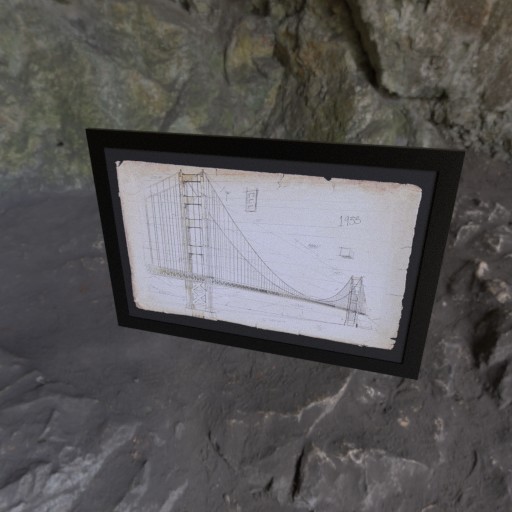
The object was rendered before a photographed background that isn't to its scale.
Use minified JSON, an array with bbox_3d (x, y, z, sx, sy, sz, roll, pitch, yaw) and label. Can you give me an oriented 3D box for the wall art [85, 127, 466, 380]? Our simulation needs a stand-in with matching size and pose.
[{"bbox_3d":[0.000,0.000,0.852,0.660,0.447,0.013,7,27,14],"label":"wall art"}]
